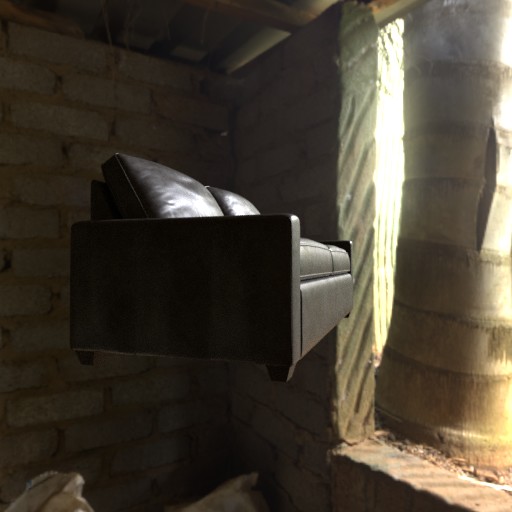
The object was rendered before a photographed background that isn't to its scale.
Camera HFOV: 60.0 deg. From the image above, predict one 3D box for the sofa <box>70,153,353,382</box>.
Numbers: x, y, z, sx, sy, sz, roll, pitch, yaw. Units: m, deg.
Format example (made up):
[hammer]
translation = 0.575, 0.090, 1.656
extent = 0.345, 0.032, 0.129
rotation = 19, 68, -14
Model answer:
[sofa]
translation = 0.000, 0.000, 2.630
extent = 0.939, 0.916, 2.081
rotation = 0, -1, 18
